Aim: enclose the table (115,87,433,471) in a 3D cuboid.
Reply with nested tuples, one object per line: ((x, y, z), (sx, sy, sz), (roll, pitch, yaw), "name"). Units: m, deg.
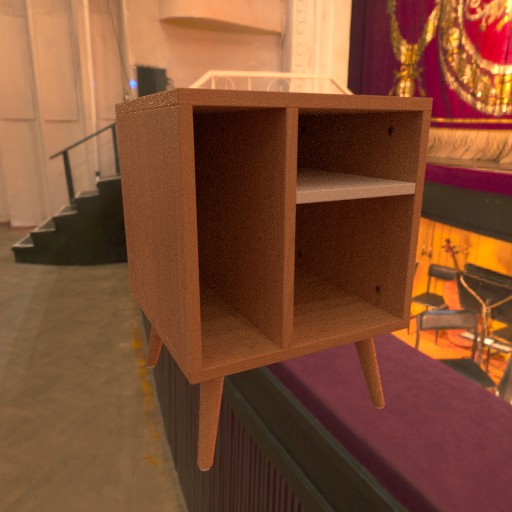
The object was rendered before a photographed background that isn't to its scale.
((0.000, 0.000, 0.833), (0.400, 0.550, 0.400), (-8, 18, -26), "table")
